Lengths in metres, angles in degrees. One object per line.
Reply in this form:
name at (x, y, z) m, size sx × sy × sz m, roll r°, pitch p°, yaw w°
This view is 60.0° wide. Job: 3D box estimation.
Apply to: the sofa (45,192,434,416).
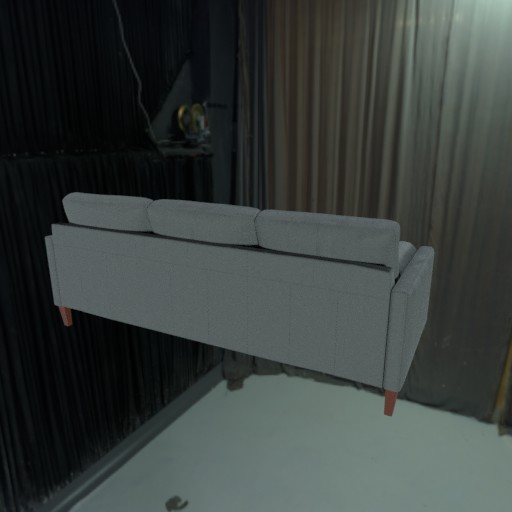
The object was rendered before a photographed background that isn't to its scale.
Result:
sofa at (0.000, 0.000, 2.931) m, size 2.178 × 0.876 × 1.506 m, roll 8°, pitch 18°, yaw 26°
